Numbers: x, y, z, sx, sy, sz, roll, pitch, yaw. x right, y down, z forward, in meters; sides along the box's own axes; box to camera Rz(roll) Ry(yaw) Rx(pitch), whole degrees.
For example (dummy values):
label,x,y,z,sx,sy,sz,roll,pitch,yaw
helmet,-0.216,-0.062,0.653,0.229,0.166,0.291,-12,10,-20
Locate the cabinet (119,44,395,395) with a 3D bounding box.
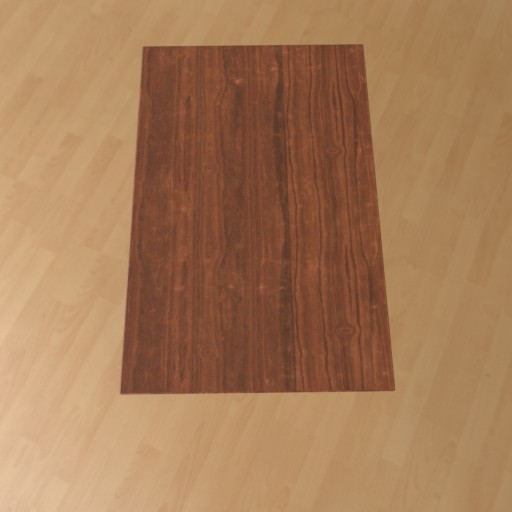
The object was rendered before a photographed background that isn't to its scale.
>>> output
label,x,y,z,sx,sy,sz,roll,pitch,yaw
cabinet,0.000,0.000,1.061,0.410,0.695,0.607,-1,74,0
